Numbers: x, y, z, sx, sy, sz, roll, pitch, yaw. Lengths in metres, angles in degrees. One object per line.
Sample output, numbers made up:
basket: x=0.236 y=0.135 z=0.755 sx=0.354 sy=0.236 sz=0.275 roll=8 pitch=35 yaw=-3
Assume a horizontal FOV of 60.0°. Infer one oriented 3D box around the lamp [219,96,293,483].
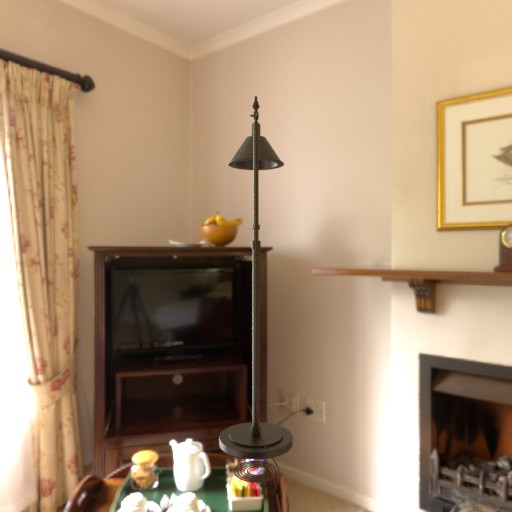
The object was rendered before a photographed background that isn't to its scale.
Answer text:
lamp: x=0.000 y=0.000 z=1.986 sx=0.319 sy=1.626 sz=0.904 roll=0 pitch=0 yaw=0
